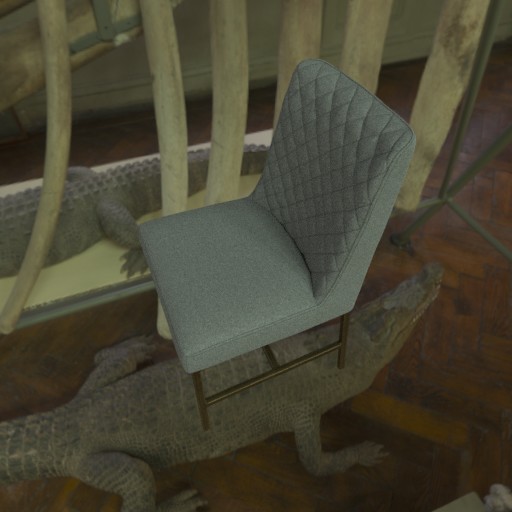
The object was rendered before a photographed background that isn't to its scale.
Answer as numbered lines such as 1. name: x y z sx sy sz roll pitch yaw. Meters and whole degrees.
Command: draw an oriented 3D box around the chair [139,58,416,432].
1. chair: 0.000 0.000 1.270 0.587 0.889 0.508 -17 49 -15
